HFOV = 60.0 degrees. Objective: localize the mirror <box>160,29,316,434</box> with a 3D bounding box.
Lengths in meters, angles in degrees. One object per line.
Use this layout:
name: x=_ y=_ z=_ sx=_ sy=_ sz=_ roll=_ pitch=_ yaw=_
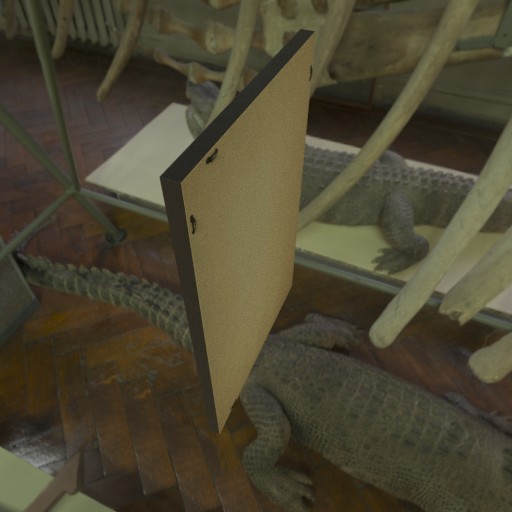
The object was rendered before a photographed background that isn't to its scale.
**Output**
mirror: x=0.000 y=0.000 z=1.157 sx=0.041 sy=0.915 sz=0.609 roll=18 pitch=49 yaw=16
